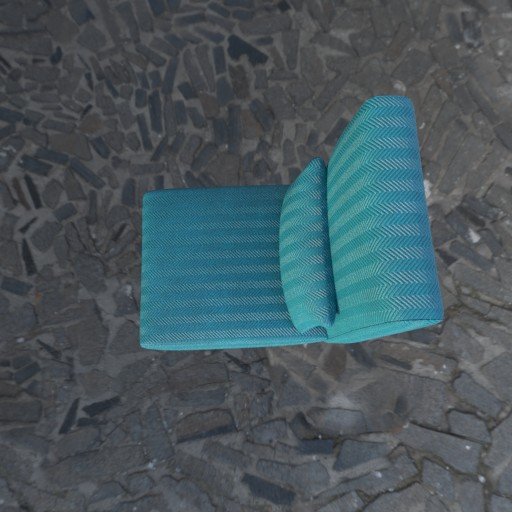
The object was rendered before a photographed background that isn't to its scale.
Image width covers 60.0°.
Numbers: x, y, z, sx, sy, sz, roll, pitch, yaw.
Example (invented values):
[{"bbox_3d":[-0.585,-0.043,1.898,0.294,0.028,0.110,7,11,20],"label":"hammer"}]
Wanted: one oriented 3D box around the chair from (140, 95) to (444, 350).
[{"bbox_3d":[0.000,0.000,1.455,0.808,0.927,0.579,-2,76,-1],"label":"chair"}]
